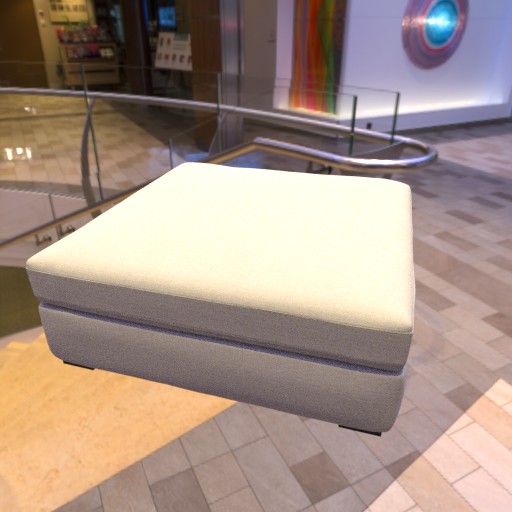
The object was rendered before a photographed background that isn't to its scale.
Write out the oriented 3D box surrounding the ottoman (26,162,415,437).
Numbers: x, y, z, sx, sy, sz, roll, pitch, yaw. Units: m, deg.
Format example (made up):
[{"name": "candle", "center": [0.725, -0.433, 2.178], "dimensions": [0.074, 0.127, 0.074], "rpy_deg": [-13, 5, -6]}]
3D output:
[{"name": "ottoman", "center": [0.000, 0.000, 1.752], "dimensions": [1.167, 0.482, 1.163], "rpy_deg": [8, 28, 15]}]
